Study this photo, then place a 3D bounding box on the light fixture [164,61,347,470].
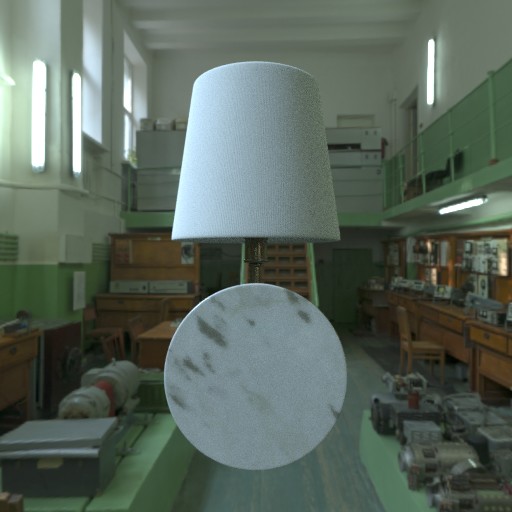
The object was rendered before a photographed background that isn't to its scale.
[{"bbox_3d":[0.000,0.000,0.441,0.168,0.337,0.188,0,0,0],"label":"light fixture"}]
